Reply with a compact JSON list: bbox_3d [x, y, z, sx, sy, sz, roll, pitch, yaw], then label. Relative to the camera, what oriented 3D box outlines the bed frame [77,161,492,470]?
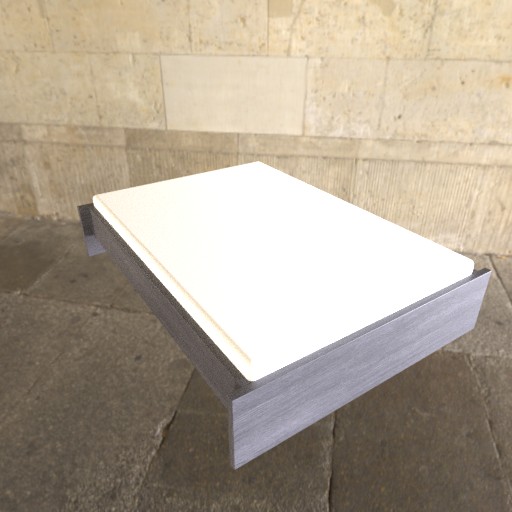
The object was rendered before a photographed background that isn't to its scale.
[{"bbox_3d":[0.000,0.000,2.598,1.490,0.432,1.950,-18,34,-29],"label":"bed frame"}]
